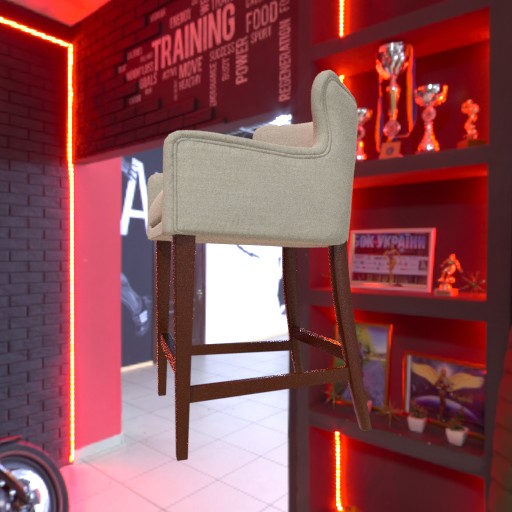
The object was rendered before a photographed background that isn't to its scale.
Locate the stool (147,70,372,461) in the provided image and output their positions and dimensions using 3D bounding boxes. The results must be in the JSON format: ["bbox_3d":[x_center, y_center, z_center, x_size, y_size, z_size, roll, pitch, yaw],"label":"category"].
[{"bbox_3d":[0.000,0.000,1.401,0.637,0.987,0.615,0,0,-17],"label":"stool"}]
